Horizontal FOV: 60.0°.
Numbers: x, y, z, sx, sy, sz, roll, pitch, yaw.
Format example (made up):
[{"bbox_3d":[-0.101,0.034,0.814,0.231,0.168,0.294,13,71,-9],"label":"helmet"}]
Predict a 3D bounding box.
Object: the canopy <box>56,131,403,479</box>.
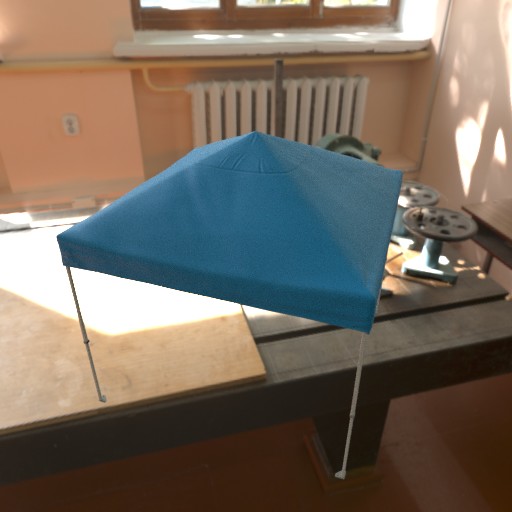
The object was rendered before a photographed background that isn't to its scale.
[{"bbox_3d":[0.000,0.000,5.341,2.996,2.997,2.998,10,32,17],"label":"canopy"}]
